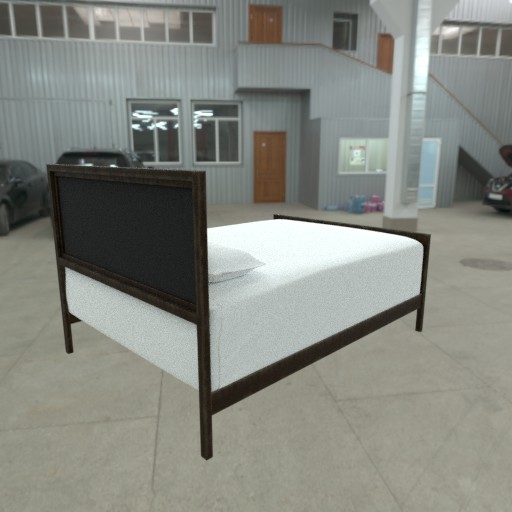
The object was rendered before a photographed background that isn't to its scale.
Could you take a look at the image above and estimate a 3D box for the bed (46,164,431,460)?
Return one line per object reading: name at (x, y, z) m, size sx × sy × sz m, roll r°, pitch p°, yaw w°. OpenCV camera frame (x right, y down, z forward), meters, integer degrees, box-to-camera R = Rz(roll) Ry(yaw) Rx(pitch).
bed at (0.000, 0.000, 3.210) m, size 2.221 × 1.313 × 1.607 m, roll -13°, pitch 18°, yaw -43°
